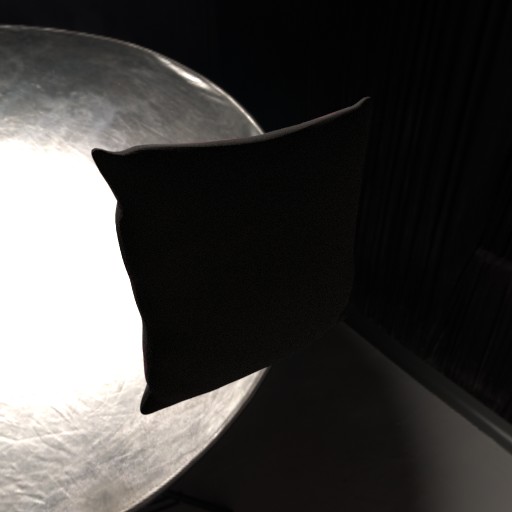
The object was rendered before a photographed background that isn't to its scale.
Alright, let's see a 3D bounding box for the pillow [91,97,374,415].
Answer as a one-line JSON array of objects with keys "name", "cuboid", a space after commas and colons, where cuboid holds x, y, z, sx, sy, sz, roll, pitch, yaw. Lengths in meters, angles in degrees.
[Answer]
[{"name": "pillow", "cuboid": [0.000, 0.000, 0.791, 0.503, 0.496, 0.208, -19, 36, -29]}]
